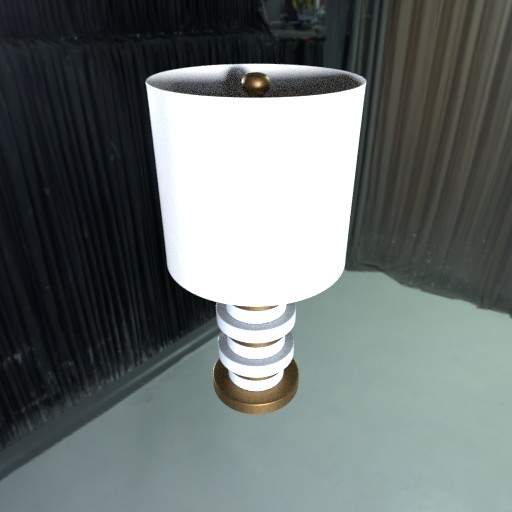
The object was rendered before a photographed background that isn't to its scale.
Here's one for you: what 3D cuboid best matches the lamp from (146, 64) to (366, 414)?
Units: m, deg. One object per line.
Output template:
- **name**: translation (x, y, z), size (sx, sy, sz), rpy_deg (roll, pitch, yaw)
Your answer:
- **lamp**: translation (0.000, 0.000, 0.531), size (0.210, 0.410, 0.210), rpy_deg (21, 36, 31)
